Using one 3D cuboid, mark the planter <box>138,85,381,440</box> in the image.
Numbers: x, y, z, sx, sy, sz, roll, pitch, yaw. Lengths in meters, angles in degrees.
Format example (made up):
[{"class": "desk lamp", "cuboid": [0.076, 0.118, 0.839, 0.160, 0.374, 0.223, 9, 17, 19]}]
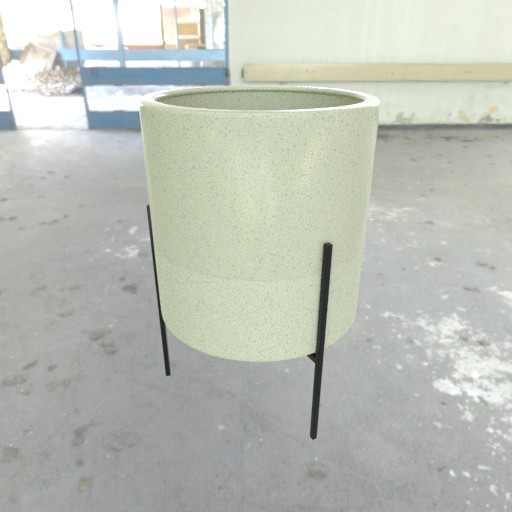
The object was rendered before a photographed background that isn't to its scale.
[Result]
[{"class": "planter", "cuboid": [0.000, 0.000, 0.693, 0.323, 0.475, 0.314, 0, 26, 0]}]
